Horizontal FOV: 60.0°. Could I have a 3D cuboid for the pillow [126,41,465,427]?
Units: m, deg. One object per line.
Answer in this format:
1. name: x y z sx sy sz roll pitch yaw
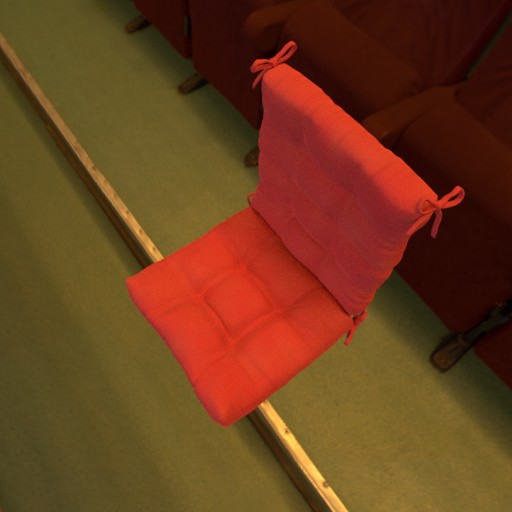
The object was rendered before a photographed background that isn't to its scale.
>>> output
1. pillow: 0.000 0.000 1.027 0.571 0.605 0.519 -34 68 -16
